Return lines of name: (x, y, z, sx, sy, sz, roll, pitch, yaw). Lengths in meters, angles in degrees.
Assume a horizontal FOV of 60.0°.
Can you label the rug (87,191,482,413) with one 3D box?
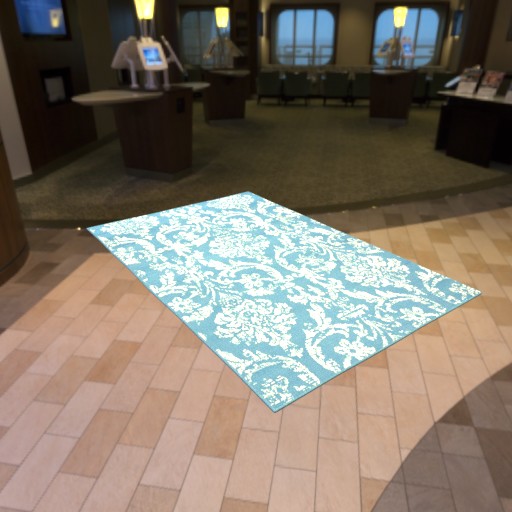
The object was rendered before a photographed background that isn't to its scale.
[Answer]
rug: (0.000, 0.000, 2.355, 1.211, 0.012, 1.833, -18, 31, -32)
